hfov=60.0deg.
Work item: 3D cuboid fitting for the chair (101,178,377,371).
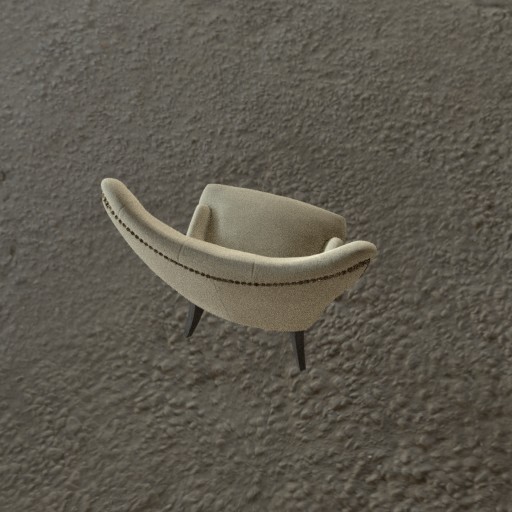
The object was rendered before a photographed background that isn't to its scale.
[{"bbox_3d":[0.000,0.000,1.413,0.584,1.065,0.590,15,65,7],"label":"chair"}]
